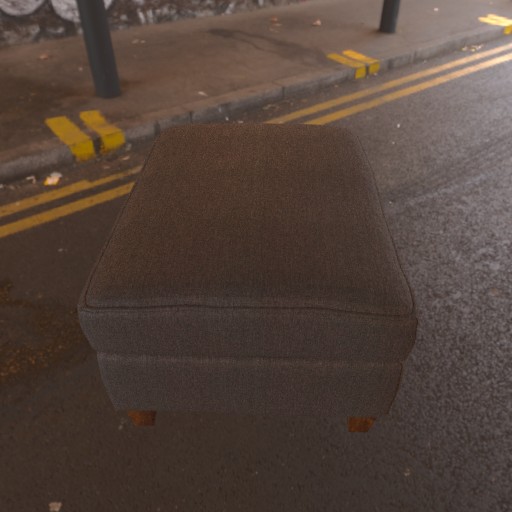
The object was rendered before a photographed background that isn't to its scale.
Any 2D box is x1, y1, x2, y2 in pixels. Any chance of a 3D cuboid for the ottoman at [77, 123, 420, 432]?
[{"bbox_3d":[0.000,0.000,1.202,0.639,0.496,0.826,1,39,1],"label":"ottoman"}]
